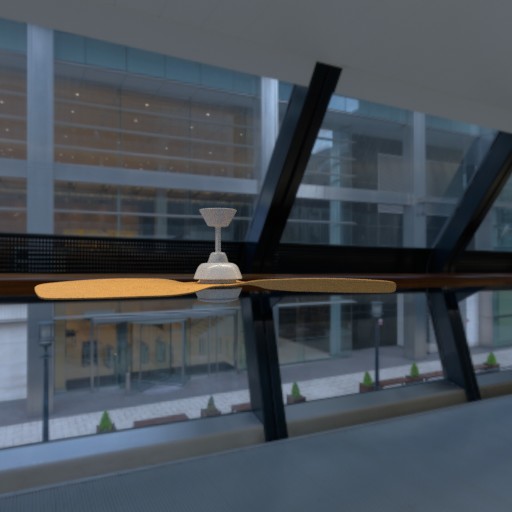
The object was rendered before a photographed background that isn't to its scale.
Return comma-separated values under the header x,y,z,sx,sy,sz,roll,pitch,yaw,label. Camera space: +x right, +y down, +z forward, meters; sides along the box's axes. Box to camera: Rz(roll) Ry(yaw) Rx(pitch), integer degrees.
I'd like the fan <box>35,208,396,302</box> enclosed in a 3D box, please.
x,y,z,sx,sy,sz,roll,pitch,yaw,label
0.000,0.000,1.675,1.010,0.355,1.142,0,0,18,fan
